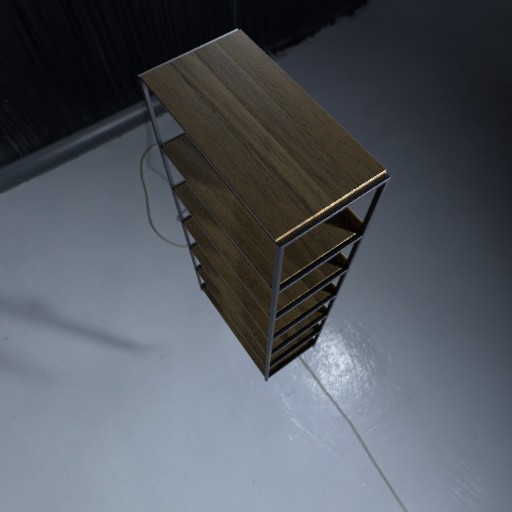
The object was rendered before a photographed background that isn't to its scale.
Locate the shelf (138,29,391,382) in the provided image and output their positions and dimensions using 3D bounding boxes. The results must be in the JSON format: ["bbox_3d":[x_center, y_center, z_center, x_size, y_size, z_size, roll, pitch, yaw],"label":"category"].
[{"bbox_3d":[0.000,0.000,2.364,0.431,2.015,0.847,-32,68,-15],"label":"shelf"}]
